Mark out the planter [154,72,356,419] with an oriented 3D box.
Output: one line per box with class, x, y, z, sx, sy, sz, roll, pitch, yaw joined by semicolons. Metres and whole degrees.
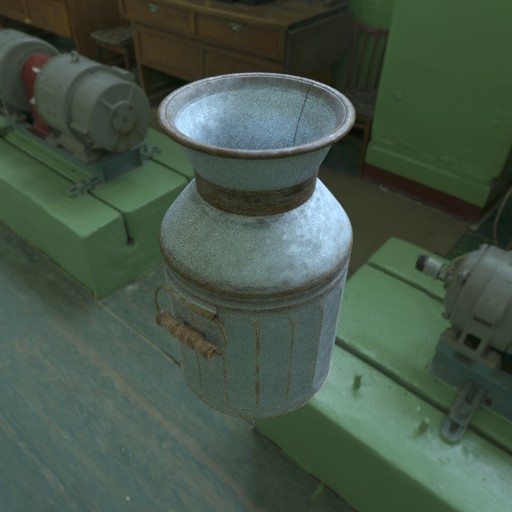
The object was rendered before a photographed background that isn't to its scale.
planter;0.000;0.000;0.515;0.215;0.358;0.248;28;49;28
